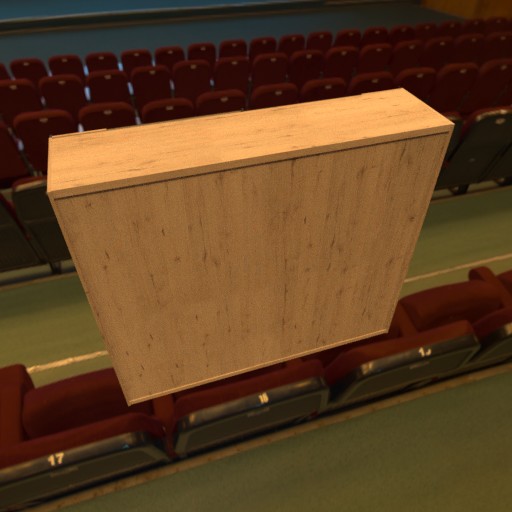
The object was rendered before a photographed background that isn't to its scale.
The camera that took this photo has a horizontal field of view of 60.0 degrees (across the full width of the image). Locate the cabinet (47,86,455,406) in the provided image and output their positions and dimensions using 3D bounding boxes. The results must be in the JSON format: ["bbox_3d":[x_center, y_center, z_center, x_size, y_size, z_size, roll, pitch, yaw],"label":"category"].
[{"bbox_3d":[0.000,0.000,3.556,2.500,2.180,0.660,-12,44,-13],"label":"cabinet"}]
